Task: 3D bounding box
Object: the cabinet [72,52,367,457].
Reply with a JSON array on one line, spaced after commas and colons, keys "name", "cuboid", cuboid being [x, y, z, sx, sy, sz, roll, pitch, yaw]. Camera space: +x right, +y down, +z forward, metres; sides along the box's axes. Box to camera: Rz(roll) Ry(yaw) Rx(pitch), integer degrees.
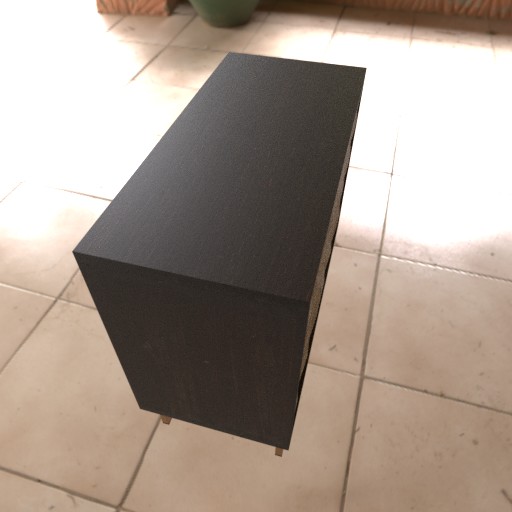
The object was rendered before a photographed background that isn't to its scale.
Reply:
[{"name": "cabinet", "cuboid": [0.000, 0.000, 1.412, 0.451, 0.860, 0.950, 11, 47, 11]}]
